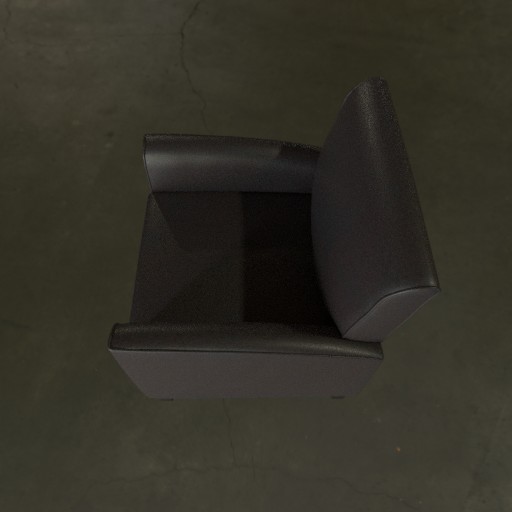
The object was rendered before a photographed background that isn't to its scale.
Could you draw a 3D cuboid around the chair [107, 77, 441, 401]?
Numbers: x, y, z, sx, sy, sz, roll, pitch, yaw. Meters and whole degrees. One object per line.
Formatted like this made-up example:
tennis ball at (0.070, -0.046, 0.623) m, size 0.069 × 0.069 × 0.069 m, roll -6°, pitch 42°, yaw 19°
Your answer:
chair at (0.000, 0.000, 1.533) m, size 0.819 × 0.916 × 0.820 m, roll -1°, pitch 58°, yaw 0°
